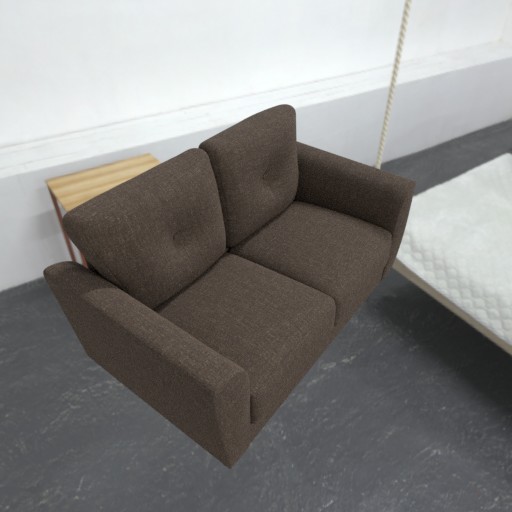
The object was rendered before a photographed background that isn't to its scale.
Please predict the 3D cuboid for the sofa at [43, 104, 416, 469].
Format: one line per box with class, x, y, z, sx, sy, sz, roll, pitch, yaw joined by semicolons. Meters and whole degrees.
sofa;0.000;0.000;1.932;0.851;0.885;1.423;26;47;28
